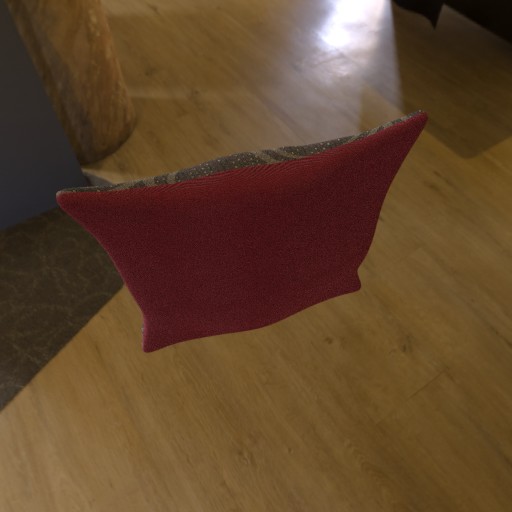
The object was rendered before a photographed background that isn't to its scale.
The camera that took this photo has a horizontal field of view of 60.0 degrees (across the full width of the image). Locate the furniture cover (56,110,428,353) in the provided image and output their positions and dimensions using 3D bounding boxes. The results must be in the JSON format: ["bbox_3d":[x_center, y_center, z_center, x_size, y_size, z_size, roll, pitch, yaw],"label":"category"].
[{"bbox_3d":[0.000,0.000,0.795,0.514,0.513,0.163,-15,58,-10],"label":"furniture cover"}]
